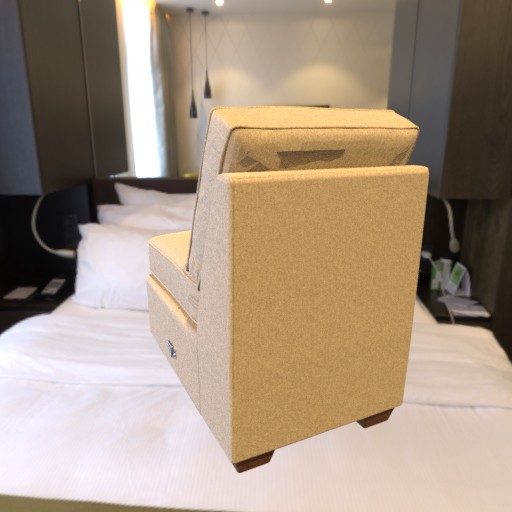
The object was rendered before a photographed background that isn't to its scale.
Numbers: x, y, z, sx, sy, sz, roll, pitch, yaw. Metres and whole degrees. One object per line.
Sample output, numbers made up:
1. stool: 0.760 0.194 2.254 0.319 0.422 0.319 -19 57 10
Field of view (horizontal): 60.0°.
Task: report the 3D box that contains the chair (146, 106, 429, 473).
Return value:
1. chair: 0.000 0.000 1.710 0.674 1.058 1.020 -8 17 -25
